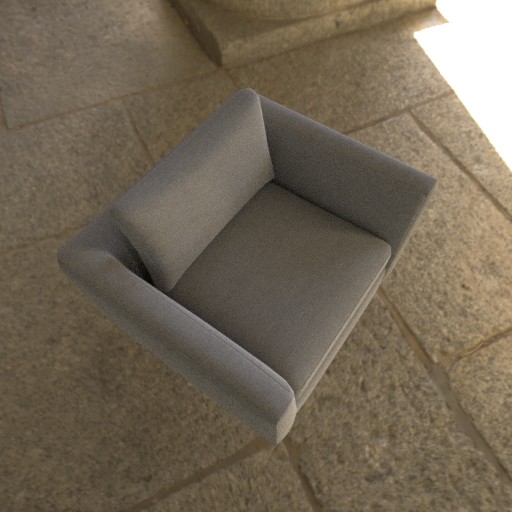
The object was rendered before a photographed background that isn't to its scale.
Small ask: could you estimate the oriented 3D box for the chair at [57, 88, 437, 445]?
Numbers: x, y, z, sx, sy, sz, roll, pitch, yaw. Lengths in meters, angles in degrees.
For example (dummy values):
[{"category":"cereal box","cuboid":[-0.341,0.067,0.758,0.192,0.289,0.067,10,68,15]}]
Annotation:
[{"category":"chair","cuboid":[0.000,0.000,1.709,0.889,0.864,1.041,31,64,18]}]
